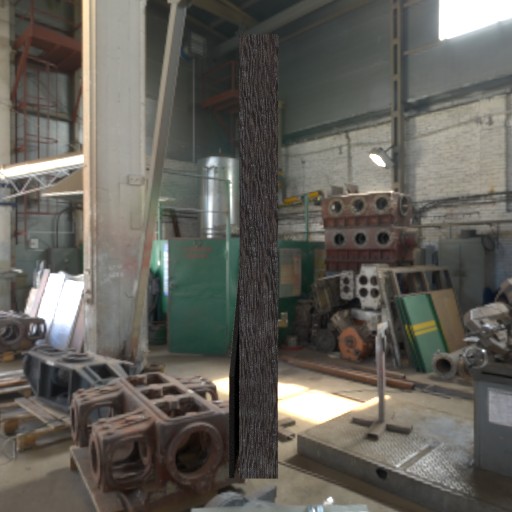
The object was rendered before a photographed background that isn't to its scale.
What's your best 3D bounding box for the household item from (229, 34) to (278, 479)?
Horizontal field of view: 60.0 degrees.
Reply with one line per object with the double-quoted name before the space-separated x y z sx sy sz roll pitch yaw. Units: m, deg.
"household item" 0.000 0.000 0.246 0.020 0.180 0.133 0 0 1
